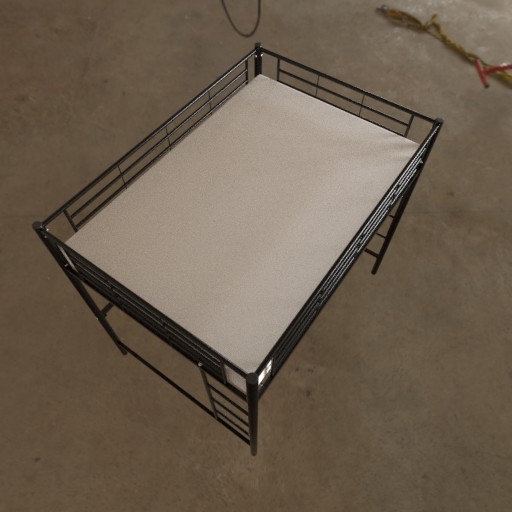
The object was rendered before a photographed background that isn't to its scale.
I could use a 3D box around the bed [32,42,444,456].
[{"bbox_3d":[0.000,0.000,3.214,1.397,1.803,1.994,31,62,18],"label":"bed"}]
